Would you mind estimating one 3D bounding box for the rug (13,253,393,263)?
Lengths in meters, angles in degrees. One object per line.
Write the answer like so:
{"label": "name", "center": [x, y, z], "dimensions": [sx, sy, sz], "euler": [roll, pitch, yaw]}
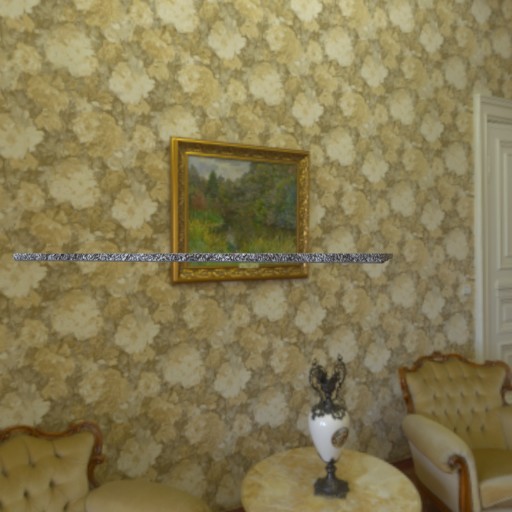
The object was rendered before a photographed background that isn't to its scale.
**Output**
{"label": "rug", "center": [0.000, 0.000, 2.061], "dimensions": [1.198, 0.025, 1.601], "euler": [0, 0, 18]}
